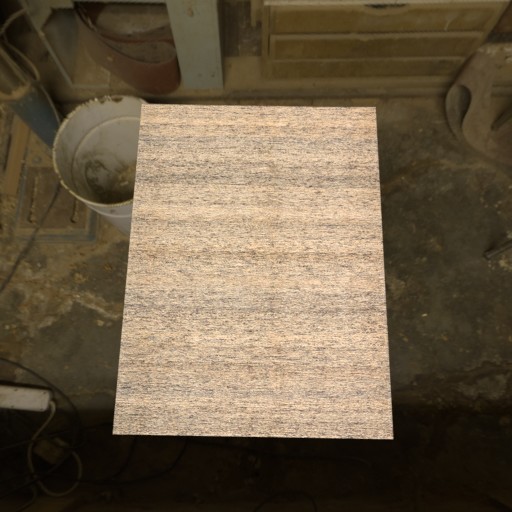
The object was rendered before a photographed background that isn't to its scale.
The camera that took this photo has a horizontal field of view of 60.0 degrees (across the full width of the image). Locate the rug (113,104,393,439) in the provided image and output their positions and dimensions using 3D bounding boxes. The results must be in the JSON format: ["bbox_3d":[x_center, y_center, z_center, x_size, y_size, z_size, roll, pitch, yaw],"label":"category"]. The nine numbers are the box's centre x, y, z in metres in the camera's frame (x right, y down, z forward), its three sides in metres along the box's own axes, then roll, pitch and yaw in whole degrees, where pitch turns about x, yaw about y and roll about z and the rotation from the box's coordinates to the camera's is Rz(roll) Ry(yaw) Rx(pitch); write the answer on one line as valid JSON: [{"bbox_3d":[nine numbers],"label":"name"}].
[{"bbox_3d":[0.000,0.000,4.195,2.414,0.036,3.199,1,76,0],"label":"rug"}]
